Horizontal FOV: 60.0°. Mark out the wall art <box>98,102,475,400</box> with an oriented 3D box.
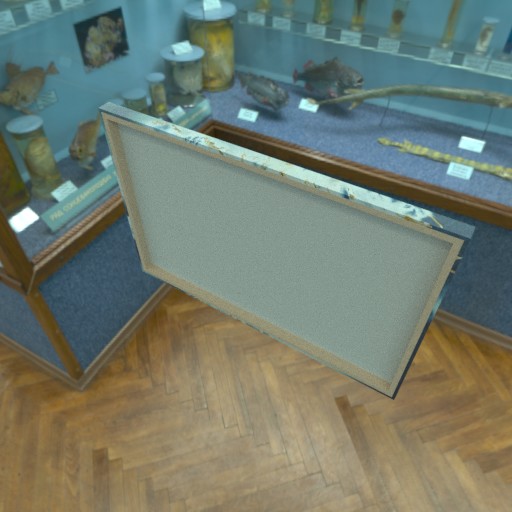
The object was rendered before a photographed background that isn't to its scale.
[{"bbox_3d":[0.000,0.000,1.176,0.912,0.608,0.038,24,50,22],"label":"wall art"}]
